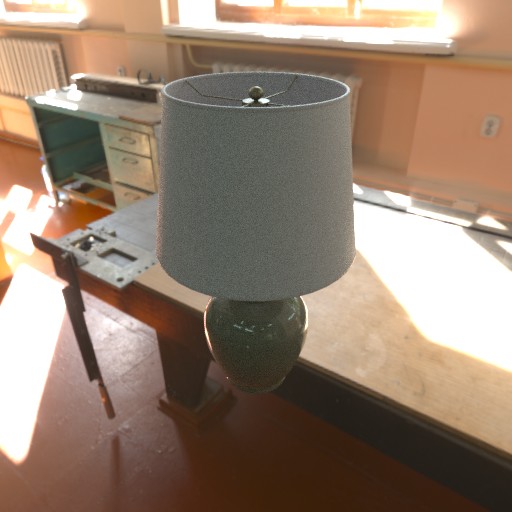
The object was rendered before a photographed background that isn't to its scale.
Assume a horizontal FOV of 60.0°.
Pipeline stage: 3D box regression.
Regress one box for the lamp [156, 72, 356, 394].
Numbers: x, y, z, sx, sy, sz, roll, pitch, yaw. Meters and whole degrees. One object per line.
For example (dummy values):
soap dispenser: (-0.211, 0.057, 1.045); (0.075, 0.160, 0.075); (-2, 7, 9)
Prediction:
lamp: (0.000, 0.000, 0.551); (0.239, 0.399, 0.239); (0, 31, 0)
